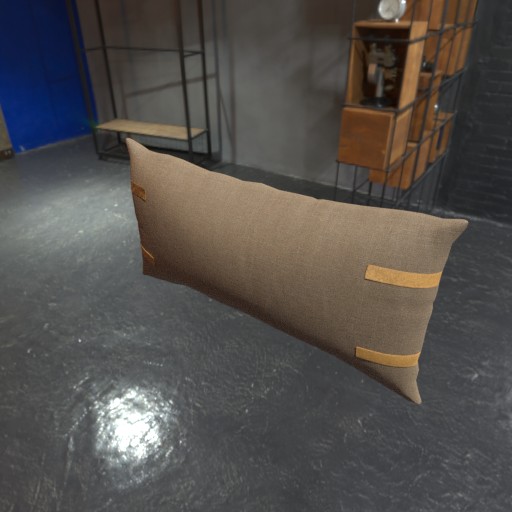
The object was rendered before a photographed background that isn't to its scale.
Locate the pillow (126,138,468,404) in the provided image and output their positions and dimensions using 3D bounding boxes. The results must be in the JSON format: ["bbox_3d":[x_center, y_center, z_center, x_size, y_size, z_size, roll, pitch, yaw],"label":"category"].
[{"bbox_3d":[0.000,0.000,0.742,0.612,0.308,0.148,21,37,30],"label":"pillow"}]
